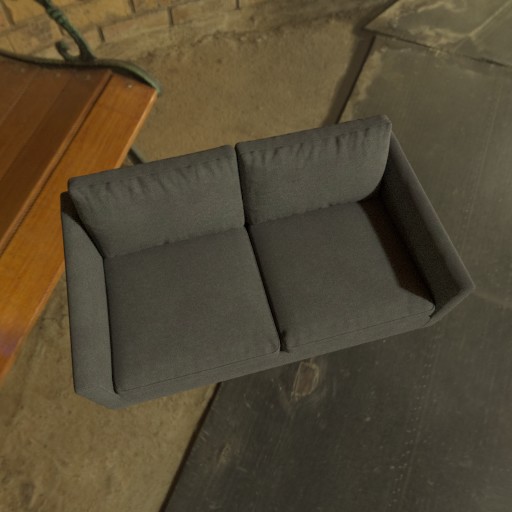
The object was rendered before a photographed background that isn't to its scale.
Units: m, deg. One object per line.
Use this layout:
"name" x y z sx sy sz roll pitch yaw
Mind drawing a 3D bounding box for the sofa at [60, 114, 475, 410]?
"sofa" 0.000 0.000 2.424 1.909 0.845 1.091 -13 63 -7
